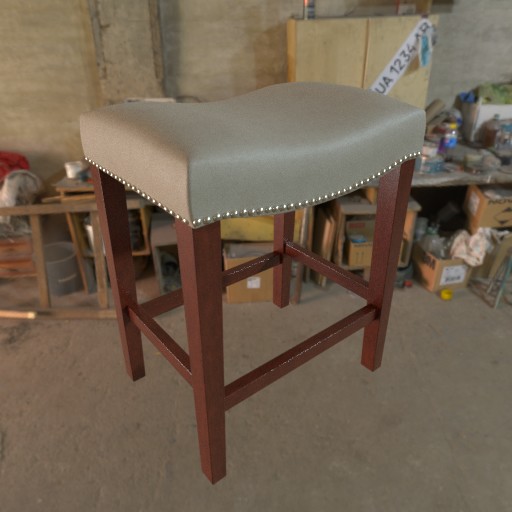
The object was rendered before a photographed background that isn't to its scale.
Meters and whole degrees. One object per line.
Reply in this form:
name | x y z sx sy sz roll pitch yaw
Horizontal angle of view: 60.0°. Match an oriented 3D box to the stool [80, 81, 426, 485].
stool | 0.000 0.000 0.917 0.509 0.632 0.375 -21 36 -33
